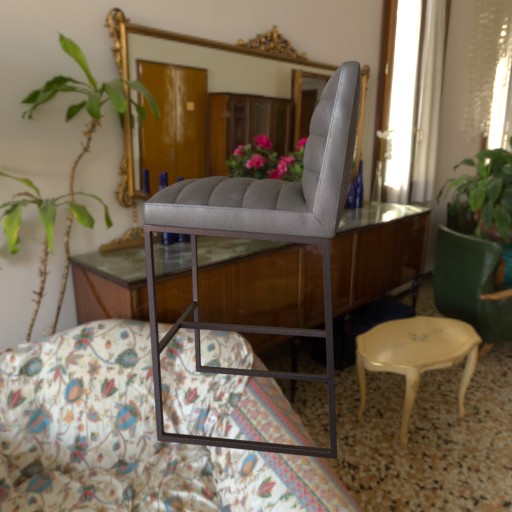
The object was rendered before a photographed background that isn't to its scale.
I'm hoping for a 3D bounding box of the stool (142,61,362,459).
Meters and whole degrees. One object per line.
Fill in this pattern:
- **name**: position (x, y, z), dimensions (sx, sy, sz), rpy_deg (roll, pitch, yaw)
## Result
- **stool**: position (0.000, 0.000, 1.379), dimensions (0.562, 1.065, 0.463), rpy_deg (2, 15, 8)
